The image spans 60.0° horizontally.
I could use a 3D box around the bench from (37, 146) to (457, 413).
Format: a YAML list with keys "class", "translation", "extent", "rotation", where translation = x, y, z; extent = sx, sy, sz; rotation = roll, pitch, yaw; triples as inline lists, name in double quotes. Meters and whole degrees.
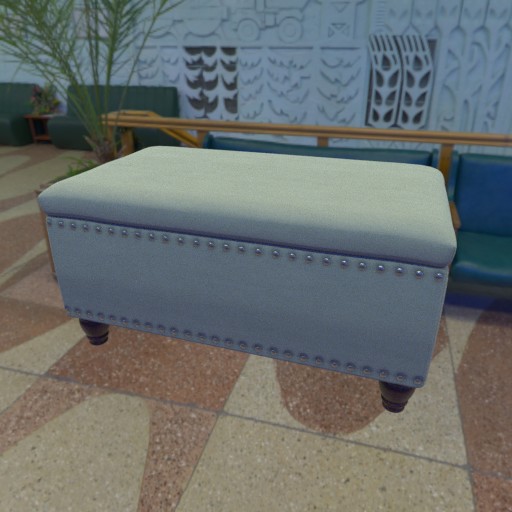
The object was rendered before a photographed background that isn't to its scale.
- class: "bench"
  translation: [0.000, 0.000, 1.172]
  extent: [0.887, 0.449, 0.500]
  rotation: [8, 27, 16]
